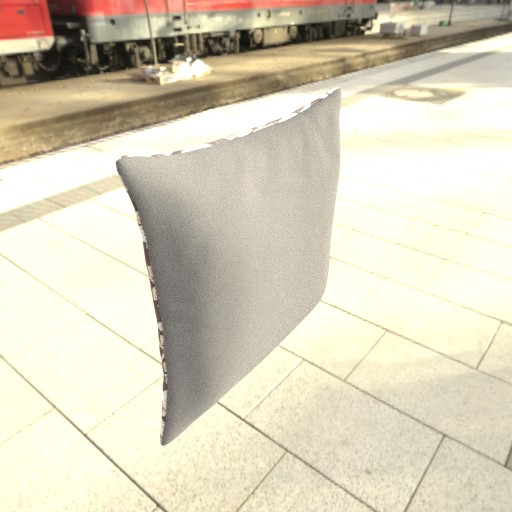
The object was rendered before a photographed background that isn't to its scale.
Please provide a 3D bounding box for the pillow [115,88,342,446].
[{"bbox_3d":[0.000,0.000,0.800,0.166,0.507,0.526,21,37,31],"label":"pillow"}]
